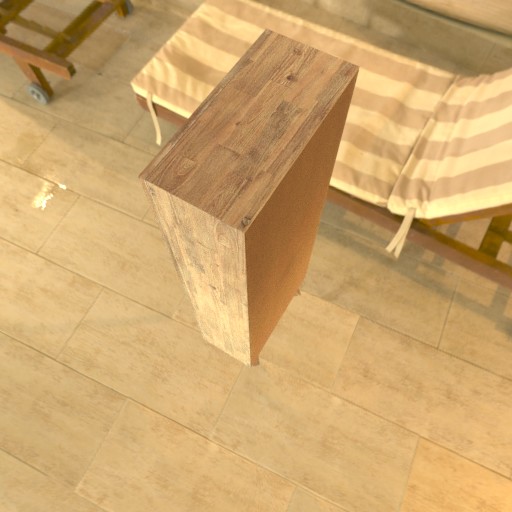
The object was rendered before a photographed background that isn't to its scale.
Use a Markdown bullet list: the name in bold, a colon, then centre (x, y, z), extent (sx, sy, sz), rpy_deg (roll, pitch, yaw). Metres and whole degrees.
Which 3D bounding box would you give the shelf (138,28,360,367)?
- **shelf**: centre (0.000, 0.000, 1.529), extent (0.267, 1.342, 0.491), rpy_deg (29, 68, 13)
